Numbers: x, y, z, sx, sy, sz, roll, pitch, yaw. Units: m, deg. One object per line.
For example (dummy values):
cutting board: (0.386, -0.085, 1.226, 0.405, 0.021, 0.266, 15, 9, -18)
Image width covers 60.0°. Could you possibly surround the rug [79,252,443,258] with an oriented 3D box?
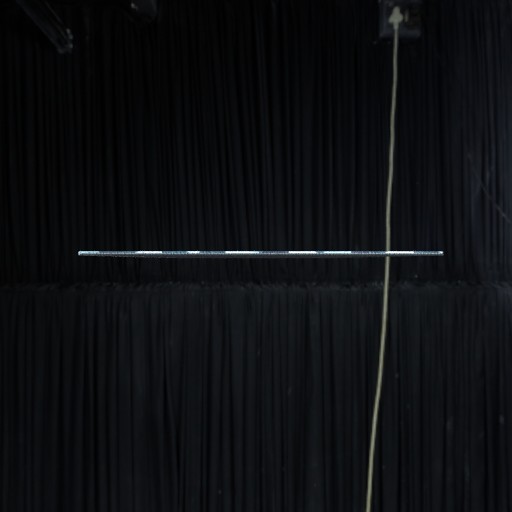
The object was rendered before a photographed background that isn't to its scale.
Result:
rug: (0.000, 0.000, 3.056, 1.518, 0.015, 2.438, 0, 0, -1)
